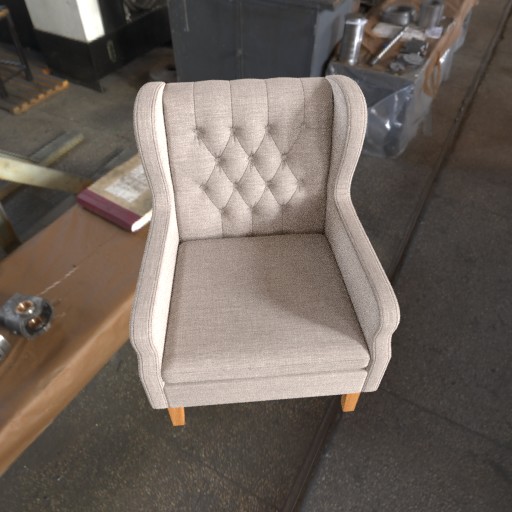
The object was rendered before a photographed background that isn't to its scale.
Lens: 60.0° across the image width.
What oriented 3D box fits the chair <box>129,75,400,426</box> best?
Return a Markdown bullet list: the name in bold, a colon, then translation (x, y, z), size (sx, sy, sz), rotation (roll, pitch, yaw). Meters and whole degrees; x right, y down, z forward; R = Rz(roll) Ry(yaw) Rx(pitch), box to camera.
- **chair**: translation (0.000, 0.000, 1.455), size (0.710, 0.930, 0.760), rotation (-4, 47, -3)
